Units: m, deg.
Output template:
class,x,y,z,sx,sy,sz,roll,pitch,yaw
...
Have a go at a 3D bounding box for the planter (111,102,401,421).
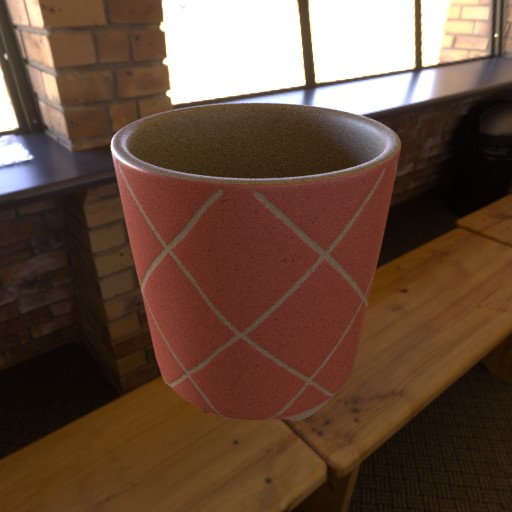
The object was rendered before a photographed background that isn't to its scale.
class,x,y,z,sx,sy,sz,roll,pitch,yaw
planter,0.000,0.000,0.419,0.227,0.235,0.227,0,31,0
